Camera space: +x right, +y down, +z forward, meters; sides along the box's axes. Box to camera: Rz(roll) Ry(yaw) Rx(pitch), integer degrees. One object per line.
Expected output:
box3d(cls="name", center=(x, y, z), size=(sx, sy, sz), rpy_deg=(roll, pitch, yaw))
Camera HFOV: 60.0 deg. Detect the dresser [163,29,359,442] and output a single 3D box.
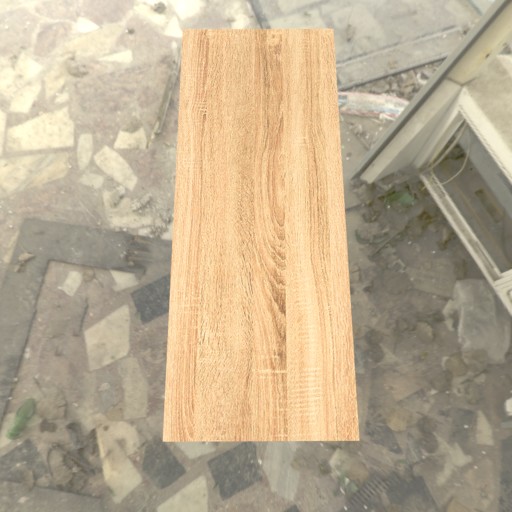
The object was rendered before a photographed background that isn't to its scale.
box3d(cls="dresser", center=(0.000, 0.000, 1.556), size=(0.450, 0.900, 1.100), rpy_deg=(0, 74, 0))
